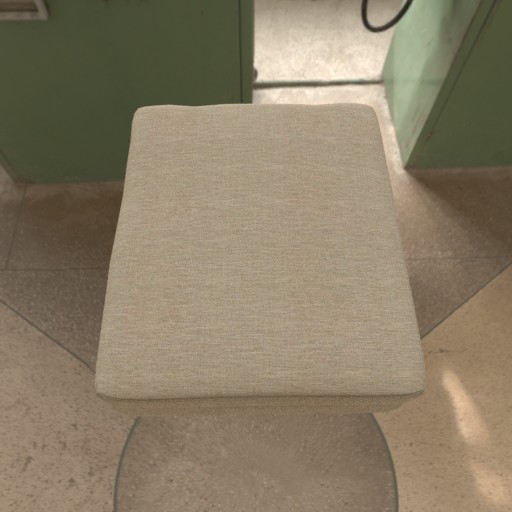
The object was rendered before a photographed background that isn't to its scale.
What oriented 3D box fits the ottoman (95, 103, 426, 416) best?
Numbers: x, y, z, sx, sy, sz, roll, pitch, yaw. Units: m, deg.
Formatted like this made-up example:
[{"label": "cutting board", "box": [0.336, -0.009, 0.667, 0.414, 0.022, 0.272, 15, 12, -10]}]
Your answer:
[{"label": "ottoman", "box": [0.000, 0.000, 1.454, 0.836, 0.492, 0.976, -1, 63, 0]}]
